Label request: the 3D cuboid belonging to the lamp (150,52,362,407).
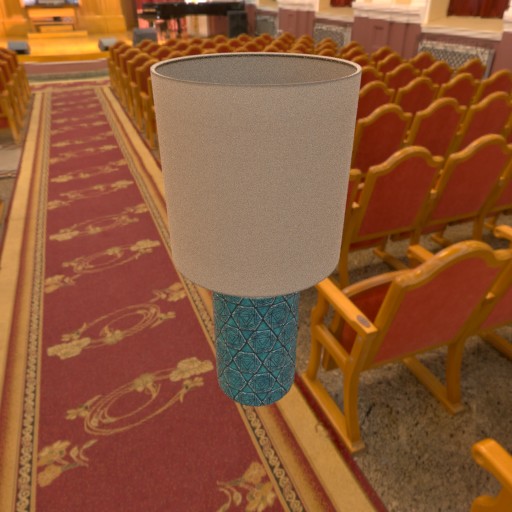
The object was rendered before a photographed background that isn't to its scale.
[{"bbox_3d":[0.000,0.000,0.749,0.278,0.597,0.278,-11,33,-18],"label":"lamp"}]
